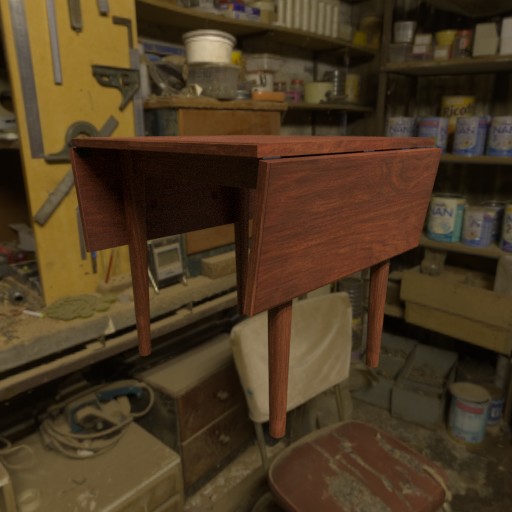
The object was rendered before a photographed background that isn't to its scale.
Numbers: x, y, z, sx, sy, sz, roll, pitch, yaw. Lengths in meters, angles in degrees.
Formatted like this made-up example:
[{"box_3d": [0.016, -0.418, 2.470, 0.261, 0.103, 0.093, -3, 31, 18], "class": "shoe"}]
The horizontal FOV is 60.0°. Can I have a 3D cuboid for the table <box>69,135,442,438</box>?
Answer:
[{"box_3d": [0.000, 0.000, 1.478, 0.843, 0.763, 0.812, 15, 22, 42], "class": "table"}]
